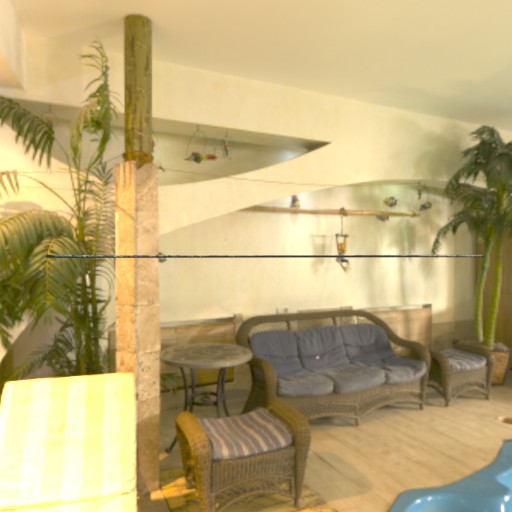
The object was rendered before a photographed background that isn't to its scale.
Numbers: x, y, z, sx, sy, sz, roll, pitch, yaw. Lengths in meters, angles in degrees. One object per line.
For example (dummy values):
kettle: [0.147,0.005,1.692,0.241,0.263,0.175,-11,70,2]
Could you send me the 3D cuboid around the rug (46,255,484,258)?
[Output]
rug: [0.000,0.000,3.044,2.449,0.015,1.530,0,0,-18]
